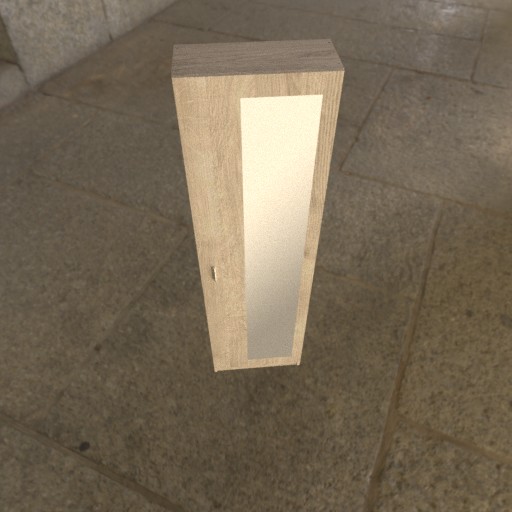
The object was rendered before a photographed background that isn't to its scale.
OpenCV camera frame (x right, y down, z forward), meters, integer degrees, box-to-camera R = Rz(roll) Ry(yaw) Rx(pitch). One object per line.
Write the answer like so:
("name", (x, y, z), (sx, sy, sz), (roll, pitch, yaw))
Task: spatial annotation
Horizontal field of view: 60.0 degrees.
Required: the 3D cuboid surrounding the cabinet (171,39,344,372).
("cabinet", (0.000, 0.000, 2.002), (0.500, 1.790, 0.230), (-4, 48, -3))
